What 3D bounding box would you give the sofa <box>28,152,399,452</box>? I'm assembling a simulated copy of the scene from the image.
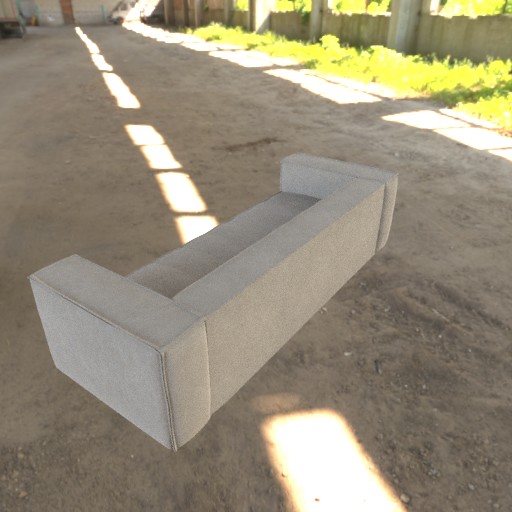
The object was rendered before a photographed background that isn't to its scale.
[{"bbox_3d":[0.000,0.000,3.099,1.038,0.680,2.697,20,35,31],"label":"sofa"}]
